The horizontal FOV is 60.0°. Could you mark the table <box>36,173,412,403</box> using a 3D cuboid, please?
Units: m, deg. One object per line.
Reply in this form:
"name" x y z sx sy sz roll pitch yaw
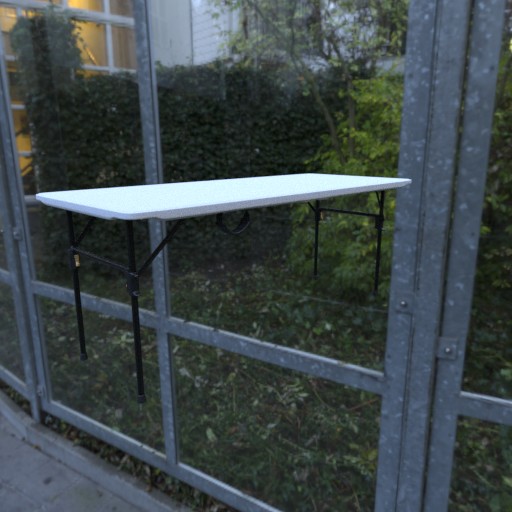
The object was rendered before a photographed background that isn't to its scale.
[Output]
"table" 0.000 0.000 2.264 0.761 0.719 1.829 13 19 43
